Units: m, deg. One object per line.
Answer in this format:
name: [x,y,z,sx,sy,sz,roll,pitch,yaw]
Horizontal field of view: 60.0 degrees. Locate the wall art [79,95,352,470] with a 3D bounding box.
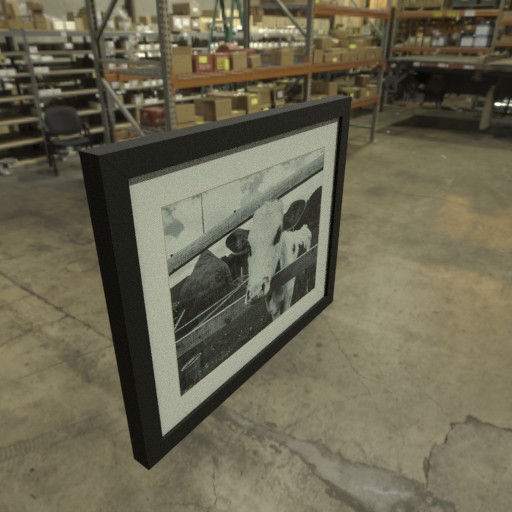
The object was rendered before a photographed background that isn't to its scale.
wall art: [0.000,0.000,0.537,0.024,0.329,0.404,19,32,32]
